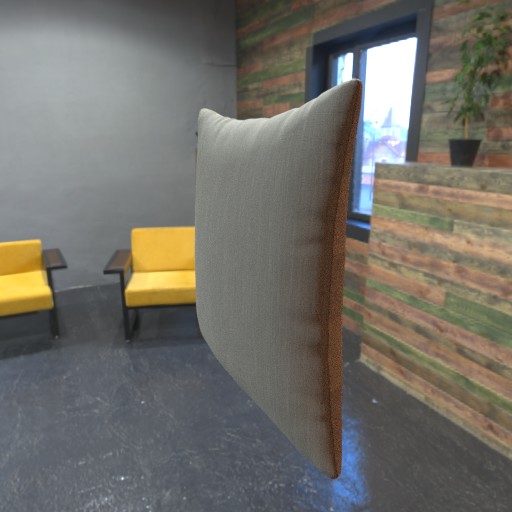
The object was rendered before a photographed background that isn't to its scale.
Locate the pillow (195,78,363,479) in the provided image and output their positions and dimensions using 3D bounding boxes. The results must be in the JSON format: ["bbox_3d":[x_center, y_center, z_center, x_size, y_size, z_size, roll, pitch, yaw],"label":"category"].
[{"bbox_3d":[0.000,0.000,0.755,0.161,0.509,0.511,-7,16,-25],"label":"pillow"}]
